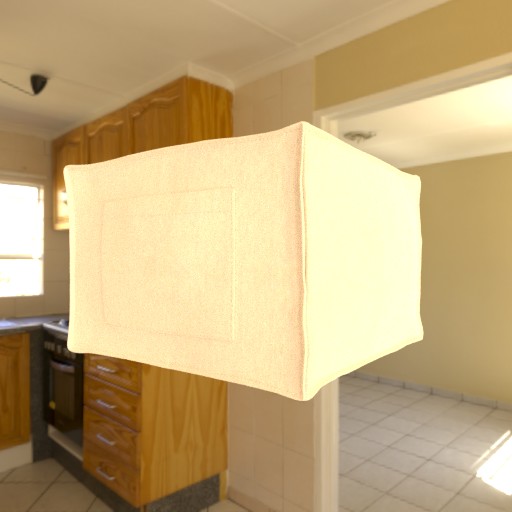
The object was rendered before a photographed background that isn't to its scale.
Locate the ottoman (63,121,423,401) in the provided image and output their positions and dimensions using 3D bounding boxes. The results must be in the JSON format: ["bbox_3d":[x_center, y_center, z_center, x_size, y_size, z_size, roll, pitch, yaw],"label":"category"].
[{"bbox_3d":[0.000,0.000,1.158,0.707,0.470,0.696,0,0,35],"label":"ottoman"}]
